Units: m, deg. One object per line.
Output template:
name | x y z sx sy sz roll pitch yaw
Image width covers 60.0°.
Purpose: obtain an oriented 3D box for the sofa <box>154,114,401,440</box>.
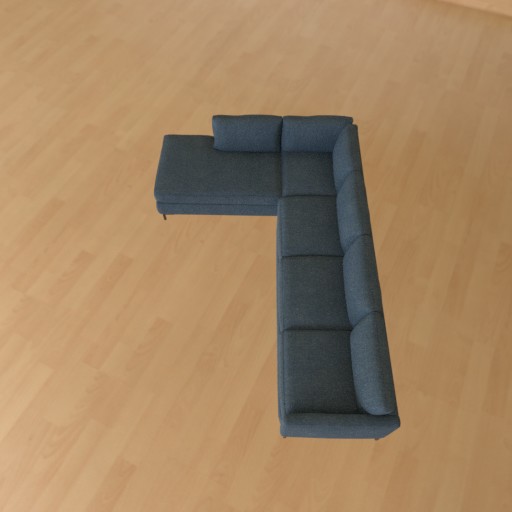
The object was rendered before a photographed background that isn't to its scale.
sofa | 0.000 0.000 3.896 2.007 0.815 2.949 1 59 0
